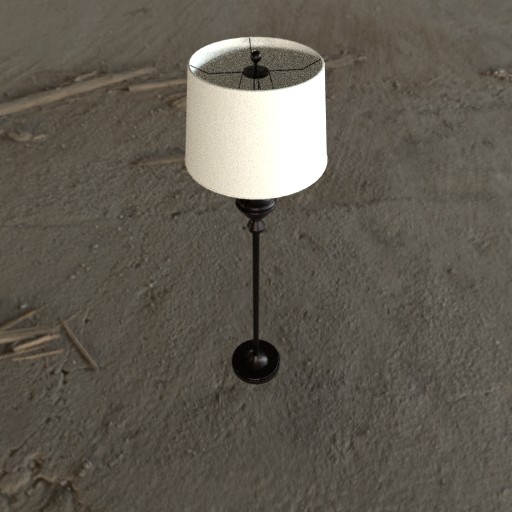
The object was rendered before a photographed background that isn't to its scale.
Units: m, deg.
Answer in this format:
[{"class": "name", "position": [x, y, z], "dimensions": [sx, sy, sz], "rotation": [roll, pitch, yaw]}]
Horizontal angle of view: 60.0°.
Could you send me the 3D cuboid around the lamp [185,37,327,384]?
[{"class": "lamp", "position": [0.000, 0.000, 1.655], "dimensions": [0.431, 1.484, 0.431], "rotation": [0, 45, 0]}]
